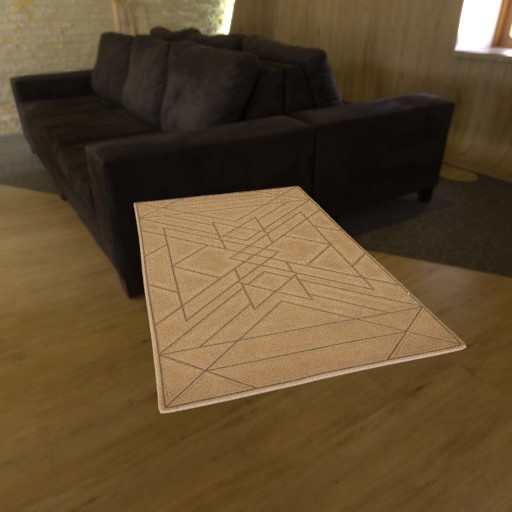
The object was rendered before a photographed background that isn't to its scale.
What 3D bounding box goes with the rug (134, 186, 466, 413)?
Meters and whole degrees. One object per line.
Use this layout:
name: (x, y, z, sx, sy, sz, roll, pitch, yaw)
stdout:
rug: (0.000, 0.000, 3.126, 1.575, 0.023, 2.459, -8, 30, -14)
